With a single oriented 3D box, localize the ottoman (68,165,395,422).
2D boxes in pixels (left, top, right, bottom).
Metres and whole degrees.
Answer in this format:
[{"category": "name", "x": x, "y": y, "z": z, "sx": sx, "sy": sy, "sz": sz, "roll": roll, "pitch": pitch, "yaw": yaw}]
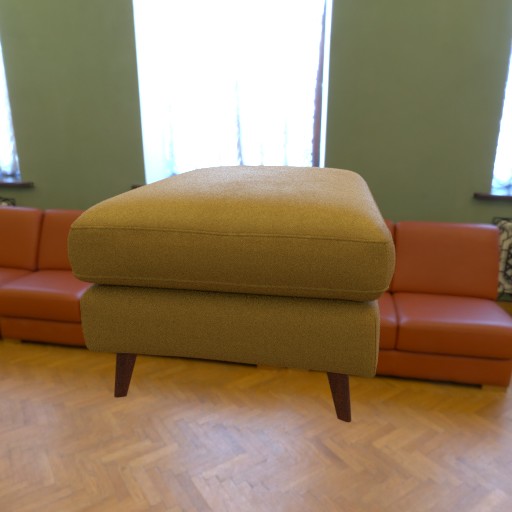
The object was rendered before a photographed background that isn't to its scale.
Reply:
[{"category": "ottoman", "x": 0.000, "y": 0.000, "z": 1.177, "sx": 0.608, "sy": 0.449, "sz": 0.811, "roll": 3, "pitch": 17, "yaw": 9}]
